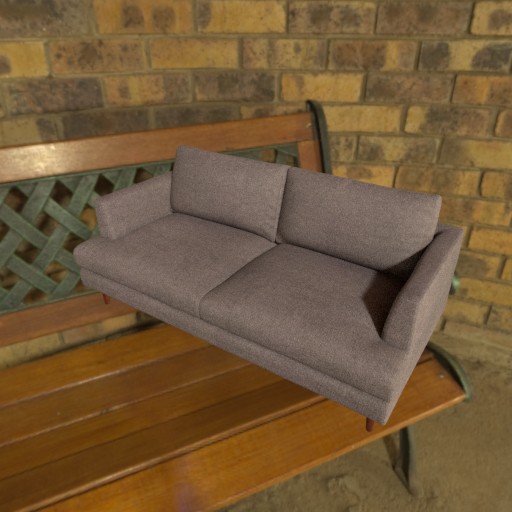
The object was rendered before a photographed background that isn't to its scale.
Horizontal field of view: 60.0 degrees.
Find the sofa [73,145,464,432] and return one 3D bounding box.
[{"bbox_3d":[0.000,0.000,2.498,1.948,0.868,1.020,18,33,29],"label":"sofa"}]
